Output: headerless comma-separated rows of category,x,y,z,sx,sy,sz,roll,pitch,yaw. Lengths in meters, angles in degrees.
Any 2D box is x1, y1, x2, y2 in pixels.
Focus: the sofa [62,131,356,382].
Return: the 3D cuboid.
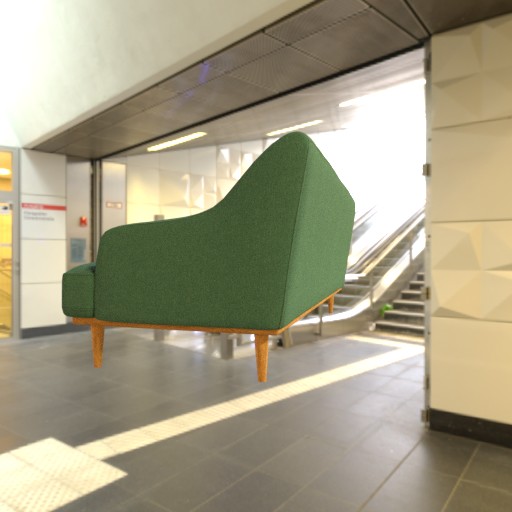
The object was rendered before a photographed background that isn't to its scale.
sofa,0.000,0.000,2.533,0.978,0.871,2.057,0,0,17
